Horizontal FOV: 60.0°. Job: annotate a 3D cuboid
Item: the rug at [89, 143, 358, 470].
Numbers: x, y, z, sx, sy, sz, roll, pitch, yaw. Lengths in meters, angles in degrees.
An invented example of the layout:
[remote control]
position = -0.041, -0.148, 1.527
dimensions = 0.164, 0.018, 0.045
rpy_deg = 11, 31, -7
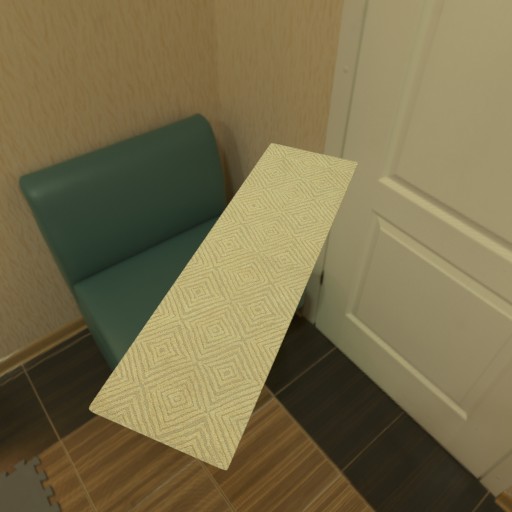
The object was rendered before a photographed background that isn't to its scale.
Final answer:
[rug]
position = 0.000, 0.000, 2.584
dimensions = 0.676, 0.008, 2.277
rpy_deg = 17, 49, 15
